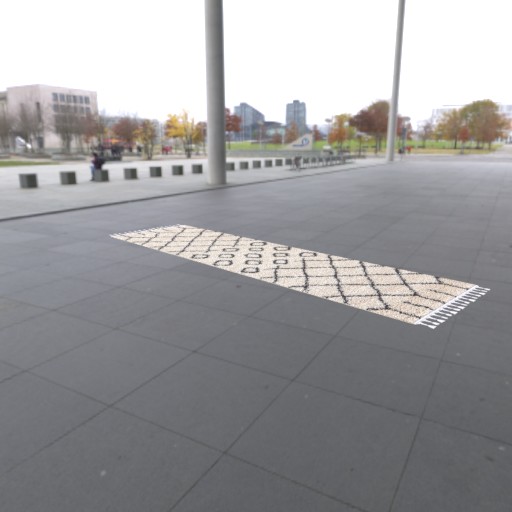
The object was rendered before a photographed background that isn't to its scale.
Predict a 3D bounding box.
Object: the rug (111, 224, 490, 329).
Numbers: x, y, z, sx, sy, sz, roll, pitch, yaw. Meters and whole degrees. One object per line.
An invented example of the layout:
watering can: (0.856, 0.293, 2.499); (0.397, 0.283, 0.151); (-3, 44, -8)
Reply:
rug: (0.000, 0.000, 2.679); (2.464, 0.005, 0.660); (13, 19, 43)
